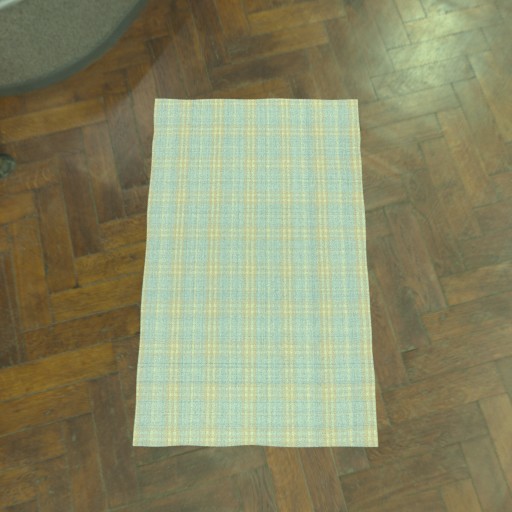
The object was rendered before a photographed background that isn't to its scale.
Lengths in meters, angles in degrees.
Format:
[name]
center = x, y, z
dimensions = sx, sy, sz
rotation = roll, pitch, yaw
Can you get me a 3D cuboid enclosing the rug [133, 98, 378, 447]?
[rug]
center = 0.000, 0.000, 3.065
dimensions = 1.545, 0.016, 2.460
rotation = 0, 76, 0
